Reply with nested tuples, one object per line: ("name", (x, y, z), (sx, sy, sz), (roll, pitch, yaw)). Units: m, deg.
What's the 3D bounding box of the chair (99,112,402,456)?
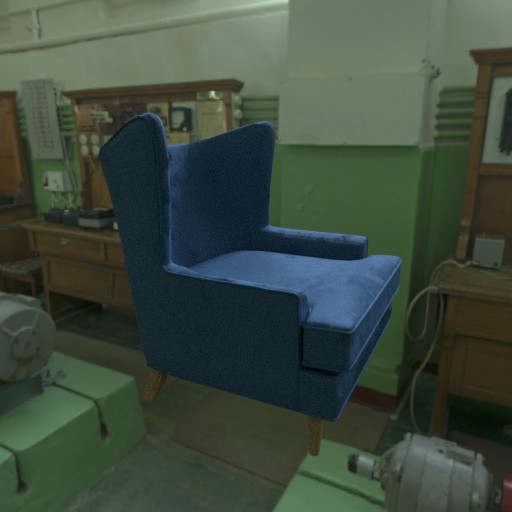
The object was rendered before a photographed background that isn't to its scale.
("chair", (0.000, 0.000, 1.590), (0.910, 0.952, 0.793), (7, 17, 26))
